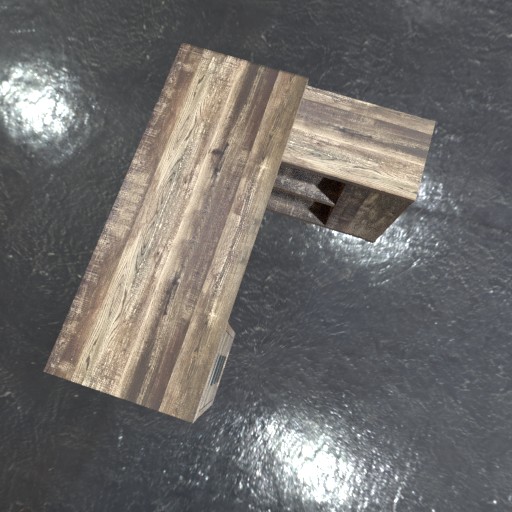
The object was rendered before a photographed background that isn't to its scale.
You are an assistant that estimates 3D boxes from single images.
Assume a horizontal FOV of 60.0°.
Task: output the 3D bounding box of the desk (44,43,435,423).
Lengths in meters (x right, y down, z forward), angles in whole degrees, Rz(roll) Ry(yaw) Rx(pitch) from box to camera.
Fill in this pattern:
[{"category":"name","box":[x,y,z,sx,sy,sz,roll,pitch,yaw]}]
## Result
[{"category":"desk","box":[0.000,0.000,2.171,1.200,0.753,1.524,17,77,4]}]
